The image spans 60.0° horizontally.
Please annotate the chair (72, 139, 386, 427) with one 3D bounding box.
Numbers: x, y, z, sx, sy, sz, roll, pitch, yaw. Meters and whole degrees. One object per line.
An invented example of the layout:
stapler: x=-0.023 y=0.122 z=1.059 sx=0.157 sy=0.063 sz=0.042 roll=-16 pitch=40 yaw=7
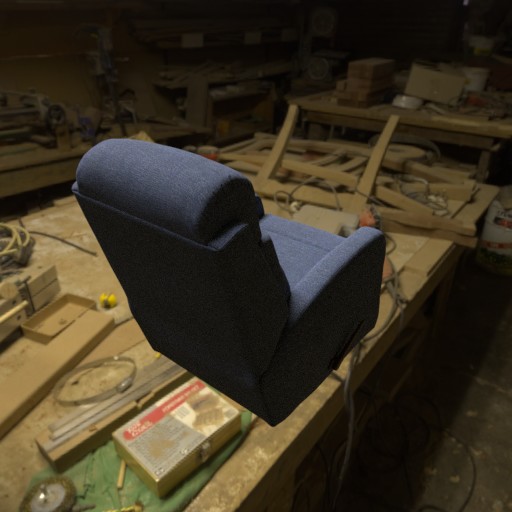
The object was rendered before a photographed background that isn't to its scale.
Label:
chair: x=0.000 y=0.000 z=1.735 sx=0.798 sy=1.013 sz=1.043 roll=21 pitch=35 yaw=33
